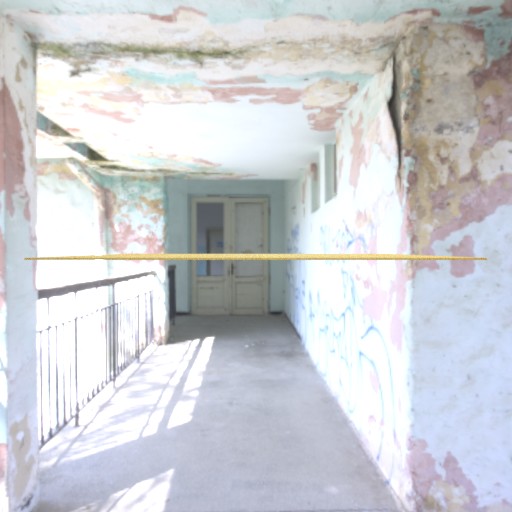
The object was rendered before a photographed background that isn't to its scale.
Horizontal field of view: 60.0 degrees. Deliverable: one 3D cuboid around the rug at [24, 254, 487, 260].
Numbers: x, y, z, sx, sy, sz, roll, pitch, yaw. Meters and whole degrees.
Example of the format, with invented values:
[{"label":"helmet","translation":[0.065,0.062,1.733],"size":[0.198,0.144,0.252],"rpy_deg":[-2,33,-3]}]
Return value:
[{"label":"rug","translation":[0.000,0.000,4.347],"size":[3.242,0.015,2.486],"rpy_deg":[0,1,0]}]
